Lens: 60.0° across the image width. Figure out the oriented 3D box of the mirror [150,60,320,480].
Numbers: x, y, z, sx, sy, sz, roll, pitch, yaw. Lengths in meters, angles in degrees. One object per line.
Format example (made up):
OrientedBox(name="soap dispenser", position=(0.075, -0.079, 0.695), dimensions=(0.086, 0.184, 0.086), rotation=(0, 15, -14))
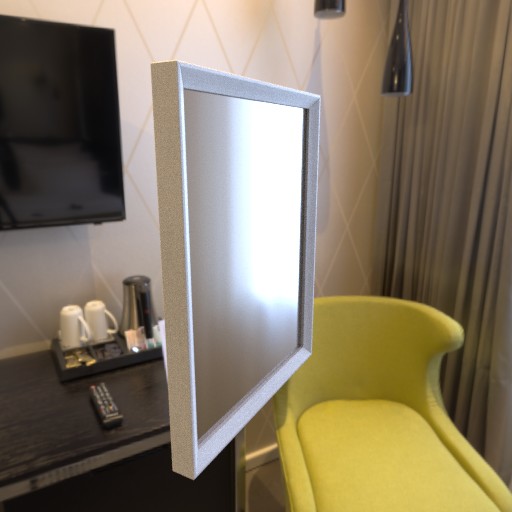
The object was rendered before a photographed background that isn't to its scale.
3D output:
OrientedBox(name="mirror", position=(0.000, 0.000, 0.696), dimensions=(0.041, 0.509, 0.406), rotation=(8, 16, 28))
